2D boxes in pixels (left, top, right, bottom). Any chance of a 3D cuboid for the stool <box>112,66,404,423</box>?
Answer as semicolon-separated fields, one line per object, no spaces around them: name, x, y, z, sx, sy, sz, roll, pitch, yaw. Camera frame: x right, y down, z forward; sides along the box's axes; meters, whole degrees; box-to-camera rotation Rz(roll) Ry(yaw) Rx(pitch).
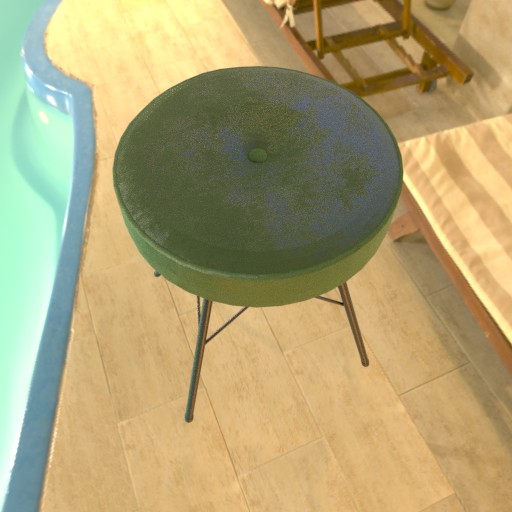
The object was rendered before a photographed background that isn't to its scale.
stool;0.000;0.000;0.891;0.457;0.595;0.430;-15;59;-9
